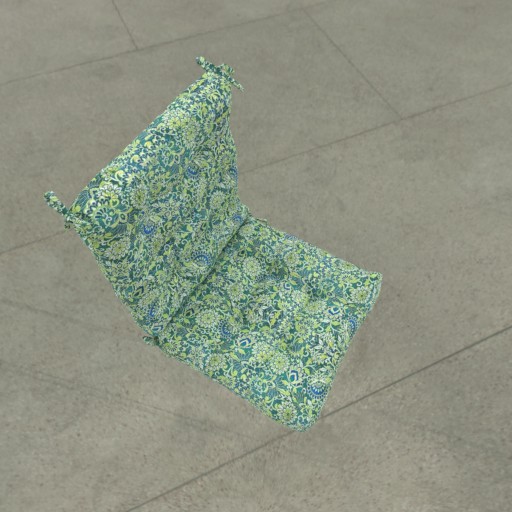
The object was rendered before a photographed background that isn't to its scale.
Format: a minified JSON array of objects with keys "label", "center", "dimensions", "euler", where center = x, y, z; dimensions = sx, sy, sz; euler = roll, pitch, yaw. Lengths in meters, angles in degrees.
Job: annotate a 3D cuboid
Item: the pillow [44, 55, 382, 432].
[{"label":"pillow","center":[0.000,0.000,1.024],"dimensions":[0.571,0.605,0.519],"euler":[27,62,15]}]
